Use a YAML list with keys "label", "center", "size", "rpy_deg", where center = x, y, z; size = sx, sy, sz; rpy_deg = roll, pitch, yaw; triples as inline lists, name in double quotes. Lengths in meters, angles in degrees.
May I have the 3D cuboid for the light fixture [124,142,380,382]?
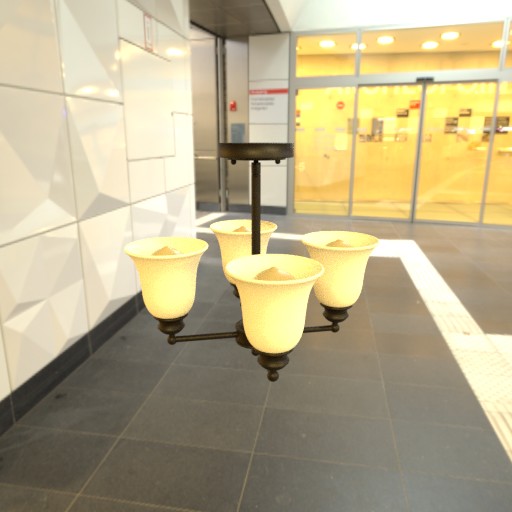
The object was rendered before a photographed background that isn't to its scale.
- label: "light fixture"
  center: [0.000, 0.000, 1.872]
  size: [1.069, 0.925, 1.069]
  rpy_deg: [-3, 15, -9]
